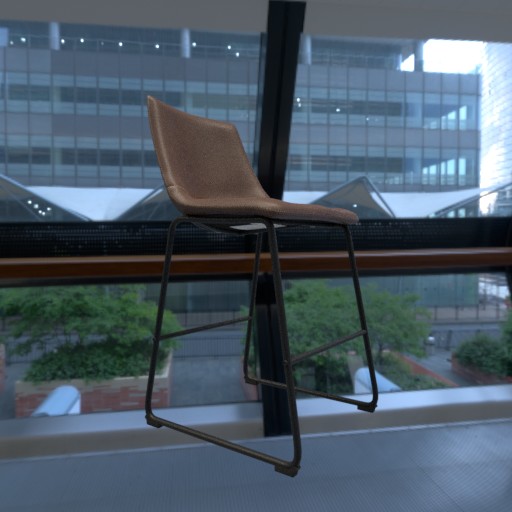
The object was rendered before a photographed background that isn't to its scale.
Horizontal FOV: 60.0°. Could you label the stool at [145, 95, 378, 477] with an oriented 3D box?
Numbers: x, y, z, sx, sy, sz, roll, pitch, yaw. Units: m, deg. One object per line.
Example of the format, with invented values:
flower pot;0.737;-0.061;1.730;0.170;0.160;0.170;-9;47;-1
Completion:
stool;0.000;0.000;1.235;0.550;0.890;0.460;1;2;36
